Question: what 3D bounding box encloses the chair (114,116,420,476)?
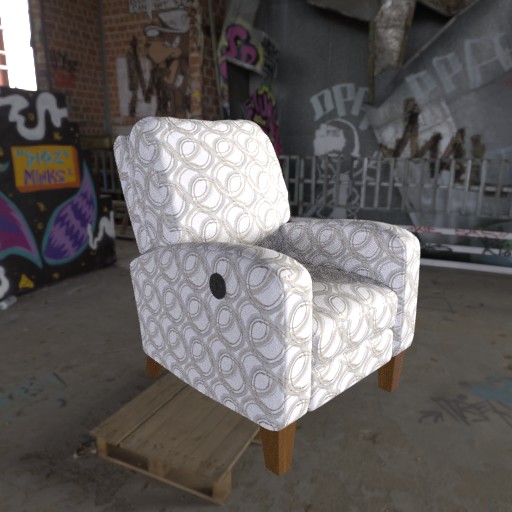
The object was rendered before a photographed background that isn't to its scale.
[{"bbox_3d":[0.000,0.000,1.745,0.796,1.065,0.995,-14,20,-43],"label":"chair"}]
